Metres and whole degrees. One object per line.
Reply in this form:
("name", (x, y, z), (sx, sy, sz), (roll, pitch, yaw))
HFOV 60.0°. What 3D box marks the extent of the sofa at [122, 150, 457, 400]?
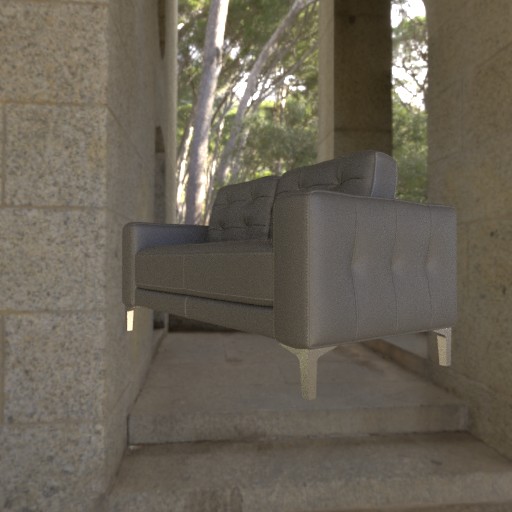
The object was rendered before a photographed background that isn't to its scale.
("sofa", (0.000, 0.000, 2.246), (0.833, 0.892, 1.726), (0, -1, -35))
